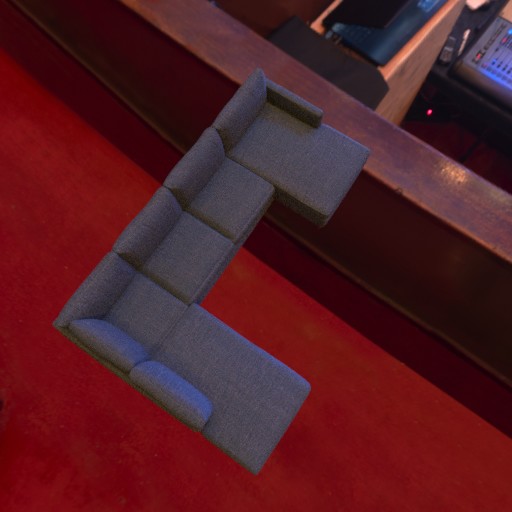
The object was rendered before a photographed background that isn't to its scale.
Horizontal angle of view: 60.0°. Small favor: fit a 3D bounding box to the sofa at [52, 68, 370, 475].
[{"bbox_3d":[0.000,0.000,3.617,1.879,0.753,2.737,33,77,9],"label":"sofa"}]
